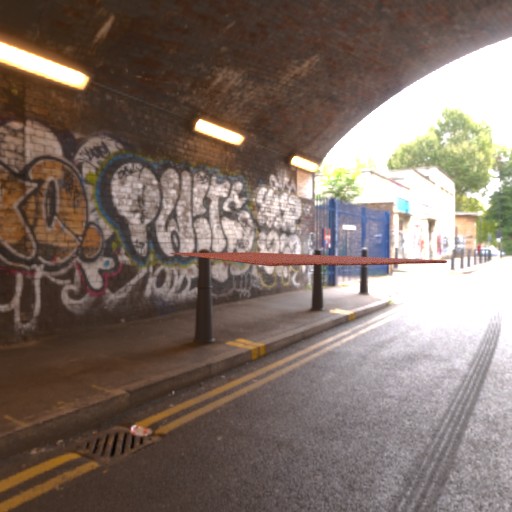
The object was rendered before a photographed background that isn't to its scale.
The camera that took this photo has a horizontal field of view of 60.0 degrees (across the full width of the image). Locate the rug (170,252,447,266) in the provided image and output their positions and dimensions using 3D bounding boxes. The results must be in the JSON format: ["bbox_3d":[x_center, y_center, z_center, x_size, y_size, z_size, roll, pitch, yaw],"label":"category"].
[{"bbox_3d":[0.000,0.000,2.565,0.687,0.012,2.307,0,1,-18],"label":"rug"}]
